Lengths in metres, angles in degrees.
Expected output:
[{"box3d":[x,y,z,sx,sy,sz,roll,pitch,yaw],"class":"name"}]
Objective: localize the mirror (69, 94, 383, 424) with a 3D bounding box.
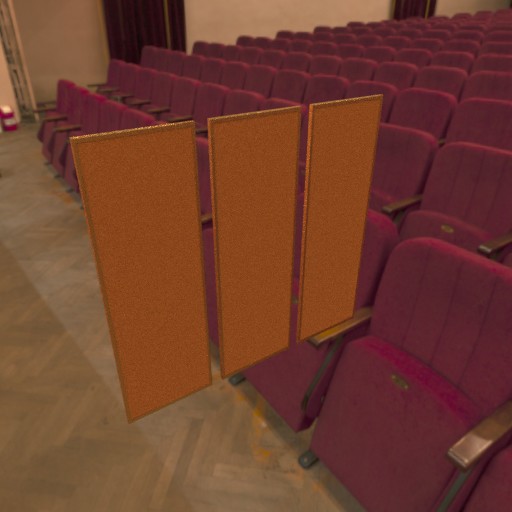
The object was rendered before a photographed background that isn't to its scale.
[{"box3d":[0.000,0.000,1.468,1.011,0.926,0.023,-18,34,-29],"class":"mirror"}]
